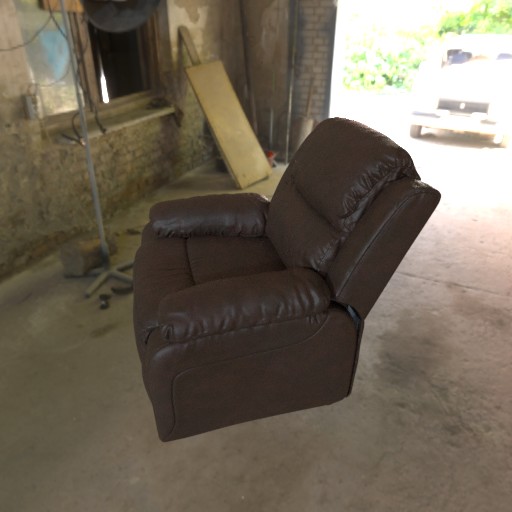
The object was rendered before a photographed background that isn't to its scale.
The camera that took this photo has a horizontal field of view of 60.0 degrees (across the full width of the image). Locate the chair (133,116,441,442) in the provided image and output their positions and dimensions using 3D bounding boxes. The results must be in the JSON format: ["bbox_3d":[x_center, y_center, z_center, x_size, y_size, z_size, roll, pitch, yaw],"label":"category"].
[{"bbox_3d":[0.000,0.000,1.265,0.707,0.702,0.680,-7,30,-12],"label":"chair"}]
